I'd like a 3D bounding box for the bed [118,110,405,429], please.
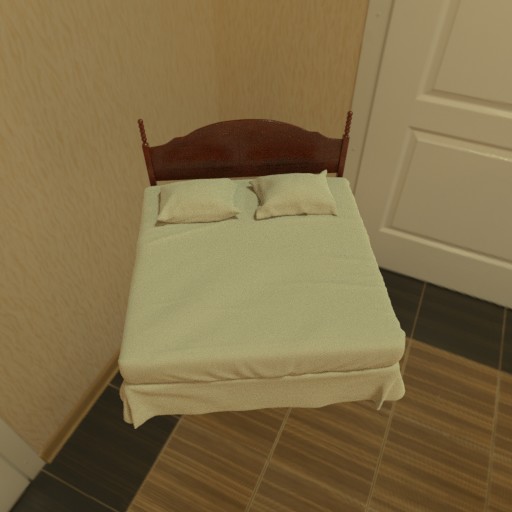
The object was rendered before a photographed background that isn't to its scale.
[{"bbox_3d":[0.000,0.000,3.675,2.322,1.355,2.219,-3,47,-3],"label":"bed"}]
